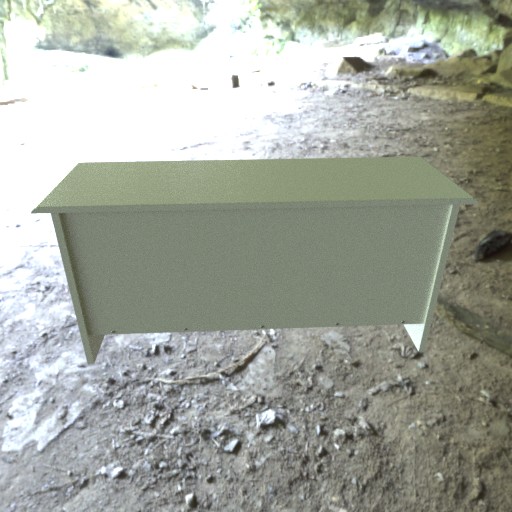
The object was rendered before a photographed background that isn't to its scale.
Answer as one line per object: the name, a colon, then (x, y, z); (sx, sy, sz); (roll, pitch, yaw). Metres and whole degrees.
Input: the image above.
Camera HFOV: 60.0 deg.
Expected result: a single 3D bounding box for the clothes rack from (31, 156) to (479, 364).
clothes rack: (0.000, 0.000, 1.508); (1.218, 0.558, 0.405); (-2, 29, -3)
